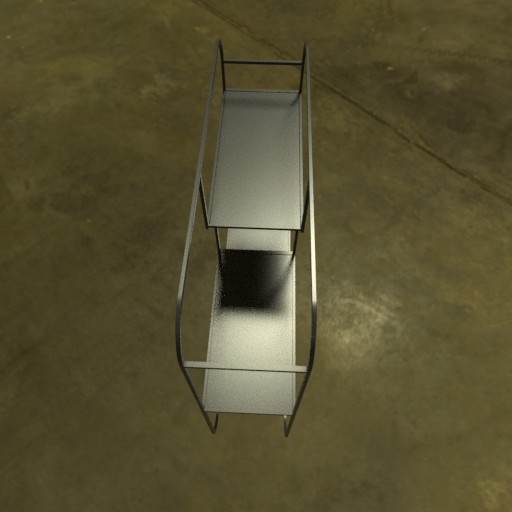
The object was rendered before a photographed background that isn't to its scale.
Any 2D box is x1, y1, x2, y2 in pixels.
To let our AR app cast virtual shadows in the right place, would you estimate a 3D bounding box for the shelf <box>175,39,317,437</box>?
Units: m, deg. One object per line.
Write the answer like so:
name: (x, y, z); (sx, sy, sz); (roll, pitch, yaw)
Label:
shelf: (0.000, 0.000, 0.889); (0.160, 0.600, 0.600); (2, 59, 1)
